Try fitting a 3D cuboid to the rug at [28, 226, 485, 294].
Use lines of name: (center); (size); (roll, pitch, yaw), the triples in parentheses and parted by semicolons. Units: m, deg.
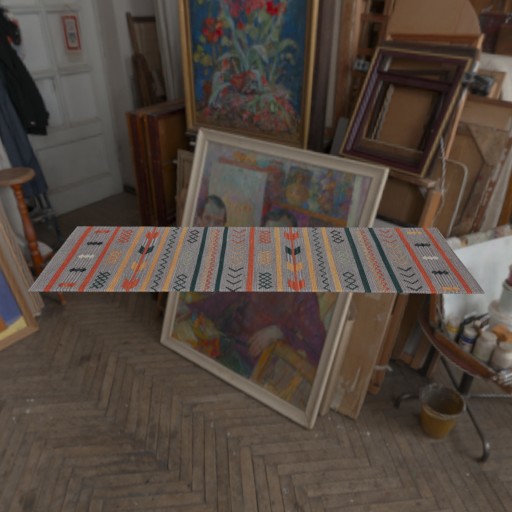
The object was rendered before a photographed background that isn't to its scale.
rug: (0.000, 0.000, 2.657); (2.419, 0.022, 0.744); (0, 31, 0)
